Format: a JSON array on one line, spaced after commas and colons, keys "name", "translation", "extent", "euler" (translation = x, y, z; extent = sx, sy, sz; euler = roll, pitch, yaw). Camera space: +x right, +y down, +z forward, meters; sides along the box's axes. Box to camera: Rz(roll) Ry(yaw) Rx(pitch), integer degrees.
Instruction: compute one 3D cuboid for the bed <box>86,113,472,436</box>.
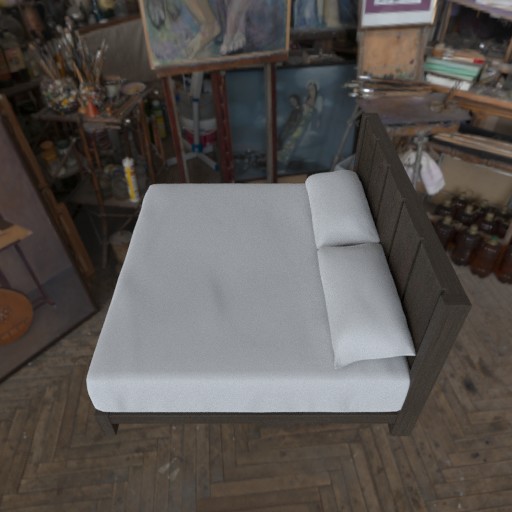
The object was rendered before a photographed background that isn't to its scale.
[{"name": "bed", "translation": [0.000, 0.000, 3.281], "extent": [2.012, 1.270, 2.134], "euler": [0, 42, 0]}]
